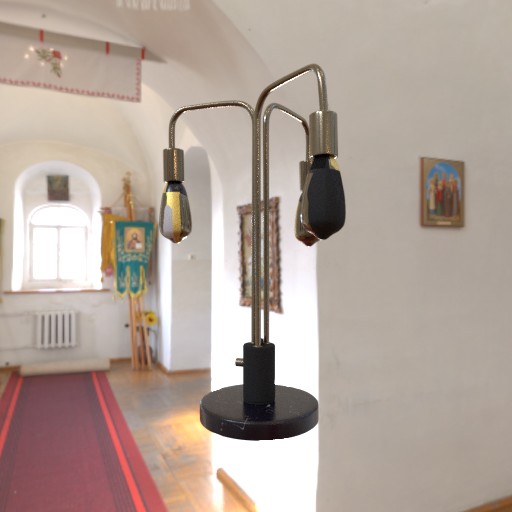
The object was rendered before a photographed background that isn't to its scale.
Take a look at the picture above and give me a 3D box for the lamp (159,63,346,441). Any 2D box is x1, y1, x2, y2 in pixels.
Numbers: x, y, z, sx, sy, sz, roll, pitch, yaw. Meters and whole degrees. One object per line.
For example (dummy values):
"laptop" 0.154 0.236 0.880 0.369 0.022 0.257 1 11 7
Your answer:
"lamp" 0.000 0.000 0.804 0.368 0.560 0.355 0 0 20
